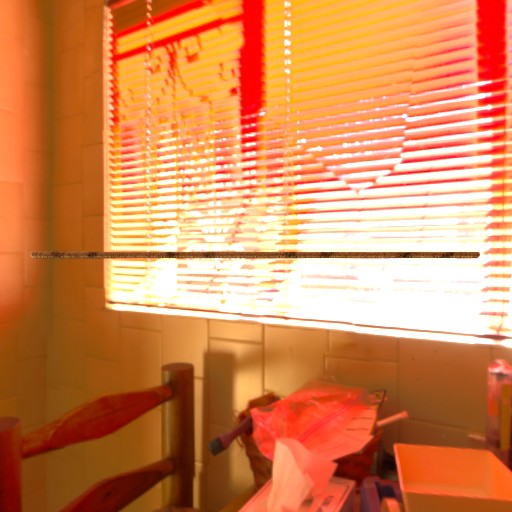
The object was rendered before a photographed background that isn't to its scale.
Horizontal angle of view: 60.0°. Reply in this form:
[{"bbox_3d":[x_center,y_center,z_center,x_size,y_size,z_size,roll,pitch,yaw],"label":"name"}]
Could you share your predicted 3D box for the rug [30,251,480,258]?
[{"bbox_3d":[0.000,0.000,2.162,1.600,0.025,1.200,0,0,1],"label":"rug"}]
